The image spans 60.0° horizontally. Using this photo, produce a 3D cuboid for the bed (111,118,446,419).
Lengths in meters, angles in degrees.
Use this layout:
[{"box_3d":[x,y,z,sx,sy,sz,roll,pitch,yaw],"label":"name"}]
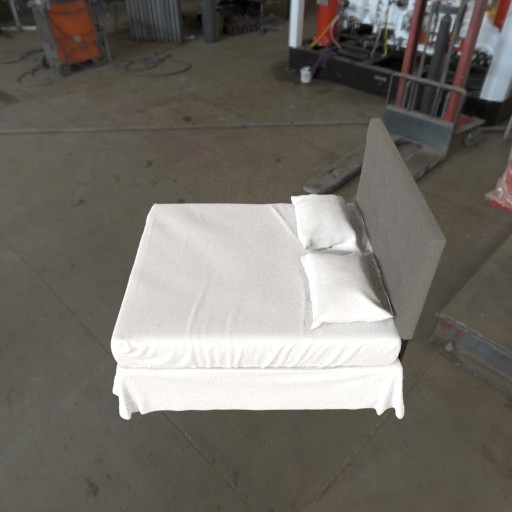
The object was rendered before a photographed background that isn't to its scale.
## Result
[{"box_3d":[0.000,0.000,3.490,2.222,1.577,1.936,0,40,0],"label":"bed"}]
